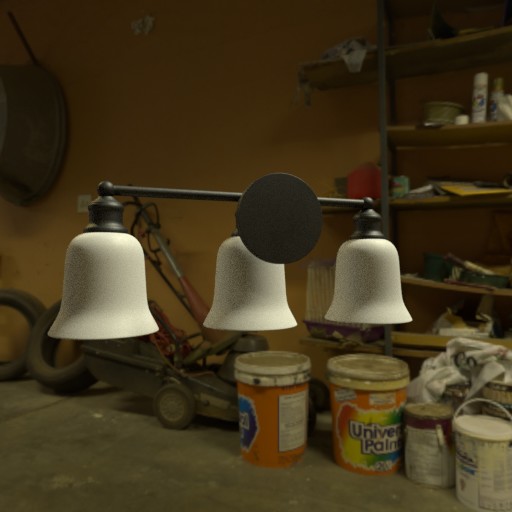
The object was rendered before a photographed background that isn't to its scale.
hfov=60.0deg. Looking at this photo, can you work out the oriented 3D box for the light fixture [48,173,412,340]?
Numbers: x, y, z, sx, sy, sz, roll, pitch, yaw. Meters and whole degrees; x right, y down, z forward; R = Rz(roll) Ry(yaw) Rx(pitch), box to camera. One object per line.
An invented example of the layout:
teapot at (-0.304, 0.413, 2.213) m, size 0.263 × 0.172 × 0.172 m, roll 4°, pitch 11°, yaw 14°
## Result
light fixture at (0.000, 0.000, 0.664) m, size 0.570 × 0.211 × 0.198 m, roll 0°, pitch -1°, yaw -20°
